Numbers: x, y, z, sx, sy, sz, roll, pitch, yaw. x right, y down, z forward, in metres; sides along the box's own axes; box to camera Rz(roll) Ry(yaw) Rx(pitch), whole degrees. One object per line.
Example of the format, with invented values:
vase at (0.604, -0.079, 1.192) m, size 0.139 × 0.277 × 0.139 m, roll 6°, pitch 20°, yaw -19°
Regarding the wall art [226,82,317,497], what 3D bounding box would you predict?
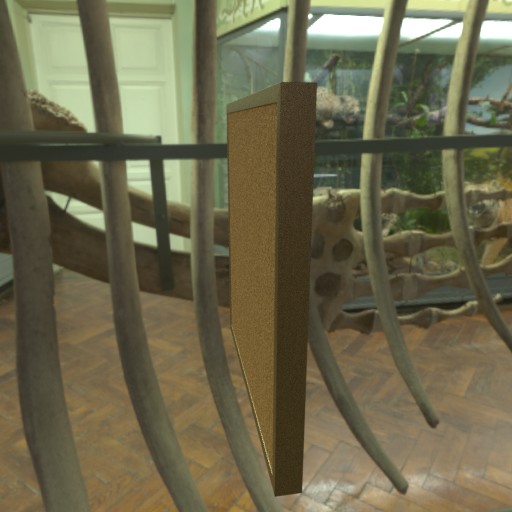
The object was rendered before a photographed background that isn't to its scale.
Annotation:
wall art at (0.000, 0.000, 0.754) m, size 0.037 × 0.509 × 0.510 m, roll -3°, pitch 17°, yaw -9°
